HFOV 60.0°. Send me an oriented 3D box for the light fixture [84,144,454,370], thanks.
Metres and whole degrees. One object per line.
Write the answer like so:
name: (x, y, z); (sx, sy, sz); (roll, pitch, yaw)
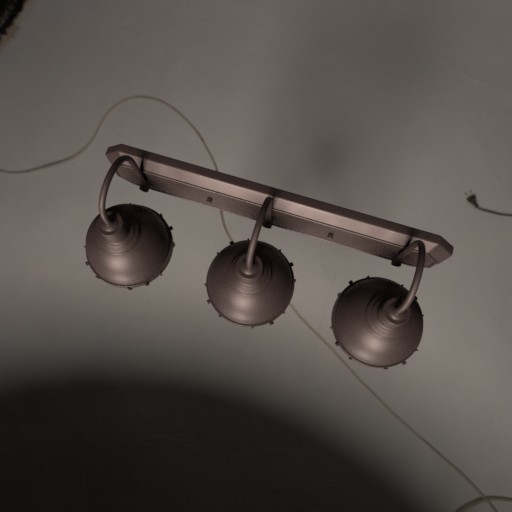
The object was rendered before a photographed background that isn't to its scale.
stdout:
light fixture: (0.000, 0.000, 0.758); (0.634, 0.254, 0.229); (17, 75, 5)
